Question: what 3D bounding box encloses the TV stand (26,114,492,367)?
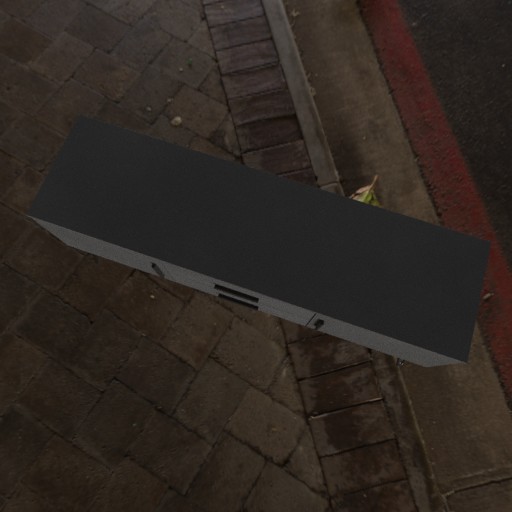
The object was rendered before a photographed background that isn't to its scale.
[{"bbox_3d":[0.000,0.000,1.646,1.400,0.560,0.400,18,74,5],"label":"TV stand"}]
